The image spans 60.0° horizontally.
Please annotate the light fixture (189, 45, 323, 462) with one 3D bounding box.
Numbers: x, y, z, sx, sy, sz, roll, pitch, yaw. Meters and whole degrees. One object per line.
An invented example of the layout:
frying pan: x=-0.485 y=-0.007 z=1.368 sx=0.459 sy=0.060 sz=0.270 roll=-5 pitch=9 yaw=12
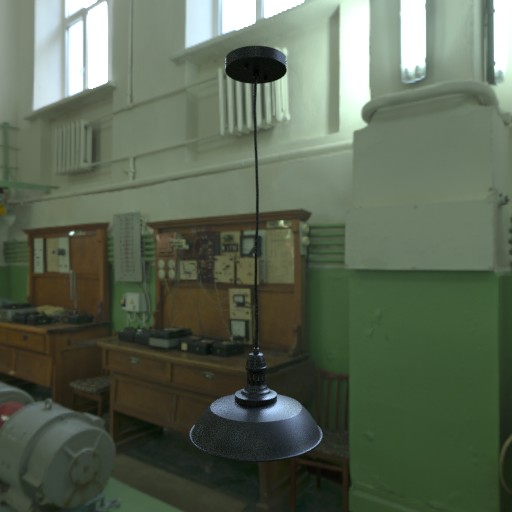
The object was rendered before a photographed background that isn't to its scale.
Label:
light fixture: x=0.000 y=0.000 z=1.119 sx=0.331 sy=0.993 sz=0.331 roll=-1 pitch=-1 yaw=35
